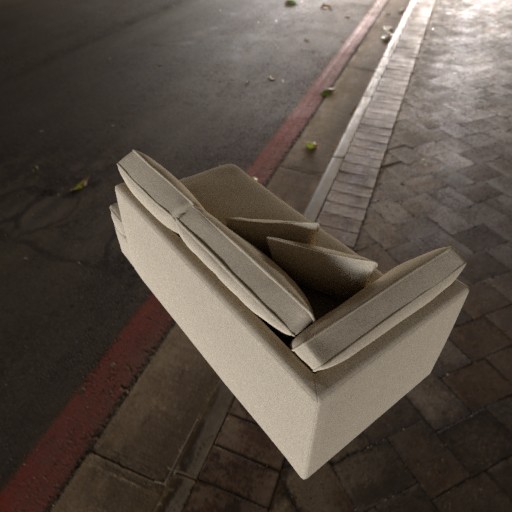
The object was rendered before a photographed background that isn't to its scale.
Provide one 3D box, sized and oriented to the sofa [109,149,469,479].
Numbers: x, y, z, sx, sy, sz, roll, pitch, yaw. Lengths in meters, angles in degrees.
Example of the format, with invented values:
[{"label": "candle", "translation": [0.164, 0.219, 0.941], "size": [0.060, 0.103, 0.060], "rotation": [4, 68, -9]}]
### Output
[{"label": "sofa", "translation": [0.000, 0.000, 2.852], "size": [1.110, 1.033, 2.237], "rotation": [-26, 48, -27]}]
